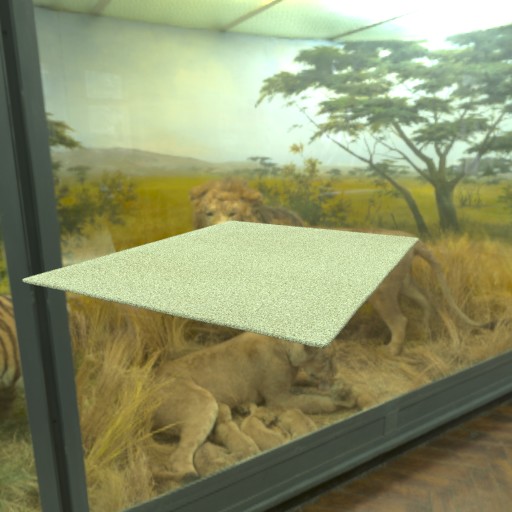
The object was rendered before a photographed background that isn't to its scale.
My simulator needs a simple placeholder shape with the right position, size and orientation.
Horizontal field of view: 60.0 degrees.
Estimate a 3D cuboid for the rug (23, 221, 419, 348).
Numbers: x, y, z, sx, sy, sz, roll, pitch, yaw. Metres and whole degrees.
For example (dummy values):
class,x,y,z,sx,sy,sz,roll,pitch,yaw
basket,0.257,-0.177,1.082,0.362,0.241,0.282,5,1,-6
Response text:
class,x,y,z,sx,sy,sz,roll,pitch,yaw
rug,0.000,0.000,4.120,2.438,0.029,3.047,7,16,27
